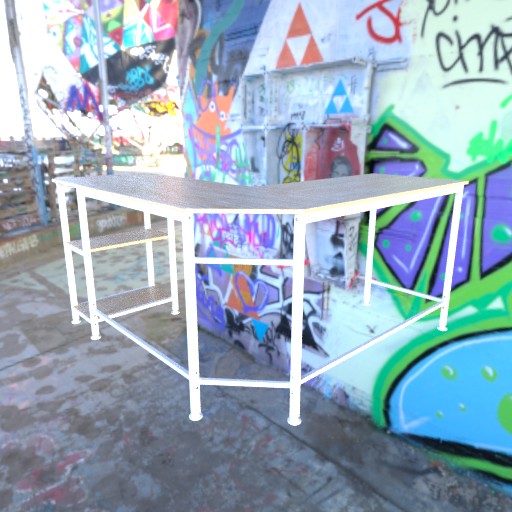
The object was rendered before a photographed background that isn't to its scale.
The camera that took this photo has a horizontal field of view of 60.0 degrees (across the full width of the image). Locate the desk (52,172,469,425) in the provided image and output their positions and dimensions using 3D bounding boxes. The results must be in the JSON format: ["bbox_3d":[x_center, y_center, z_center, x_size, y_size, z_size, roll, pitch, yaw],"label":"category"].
[{"bbox_3d":[0.000,0.000,2.172,1.379,0.739,1.379,-14,21,-41],"label":"desk"}]
